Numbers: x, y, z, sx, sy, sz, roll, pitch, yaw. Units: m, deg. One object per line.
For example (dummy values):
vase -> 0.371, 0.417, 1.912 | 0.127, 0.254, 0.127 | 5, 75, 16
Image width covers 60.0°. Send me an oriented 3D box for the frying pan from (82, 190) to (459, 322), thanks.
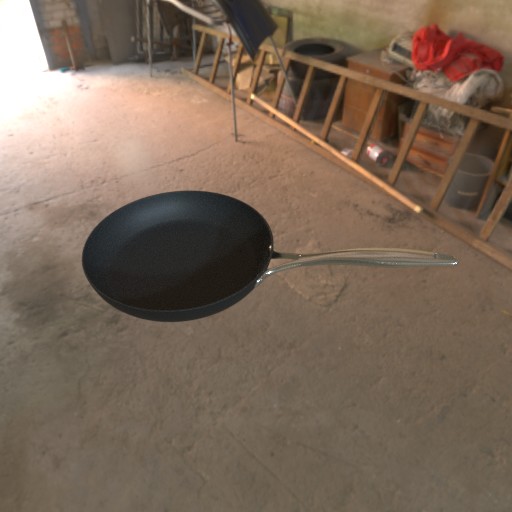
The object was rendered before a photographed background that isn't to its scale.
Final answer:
frying pan -> 0.000, 0.000, 0.577 | 0.472, 0.105, 0.255 | 11, 42, 13
